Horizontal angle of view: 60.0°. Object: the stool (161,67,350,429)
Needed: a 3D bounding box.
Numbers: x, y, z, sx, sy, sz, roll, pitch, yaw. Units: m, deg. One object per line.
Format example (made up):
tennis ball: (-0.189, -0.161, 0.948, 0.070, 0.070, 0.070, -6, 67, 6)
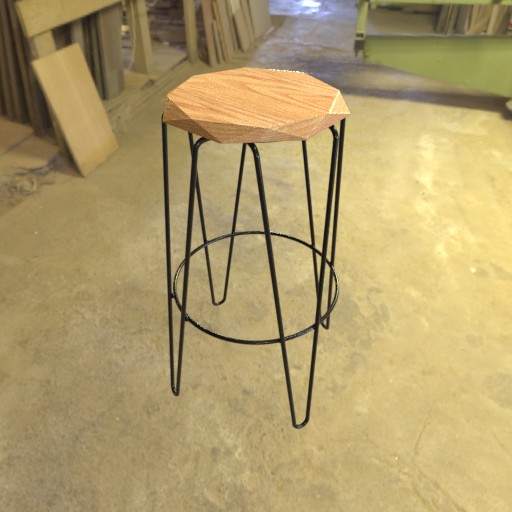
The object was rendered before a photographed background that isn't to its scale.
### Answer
stool: (0.000, 0.000, 0.837, 0.326, 0.610, 0.326, 11, 40, 13)
